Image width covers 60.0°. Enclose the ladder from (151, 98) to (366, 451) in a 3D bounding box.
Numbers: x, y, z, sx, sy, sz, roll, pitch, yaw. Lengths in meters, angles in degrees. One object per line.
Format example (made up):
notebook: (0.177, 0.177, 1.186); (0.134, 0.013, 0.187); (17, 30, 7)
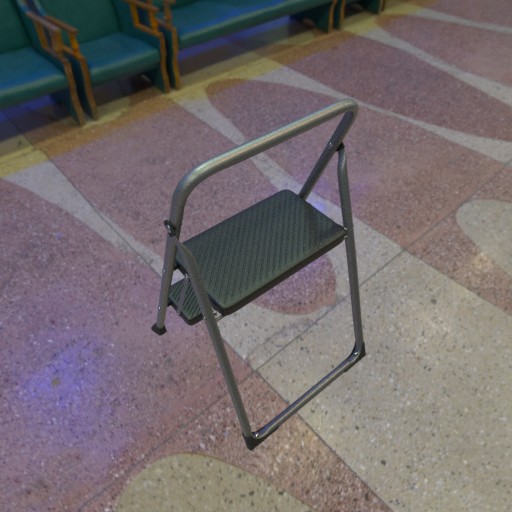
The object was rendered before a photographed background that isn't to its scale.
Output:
ladder: (0.000, 0.000, 1.019); (0.430, 0.720, 0.472); (-31, 54, -26)
